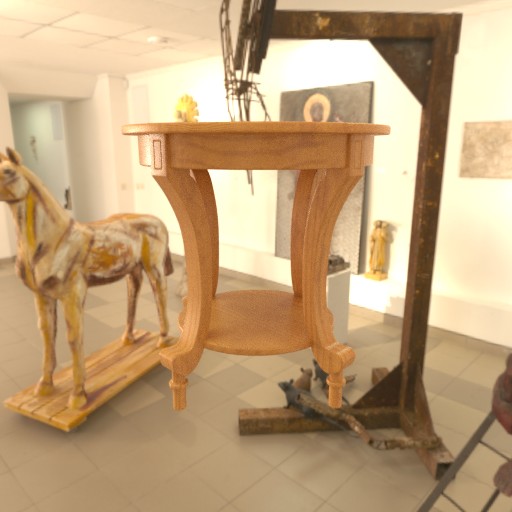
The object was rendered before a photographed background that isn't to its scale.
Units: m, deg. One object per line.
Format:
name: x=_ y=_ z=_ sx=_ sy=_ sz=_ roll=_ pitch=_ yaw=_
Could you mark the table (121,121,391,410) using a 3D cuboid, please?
table: x=0.000 y=0.000 z=1.098 sx=0.597 sy=0.612 sz=0.597 roll=0 pitch=14 yaw=0
